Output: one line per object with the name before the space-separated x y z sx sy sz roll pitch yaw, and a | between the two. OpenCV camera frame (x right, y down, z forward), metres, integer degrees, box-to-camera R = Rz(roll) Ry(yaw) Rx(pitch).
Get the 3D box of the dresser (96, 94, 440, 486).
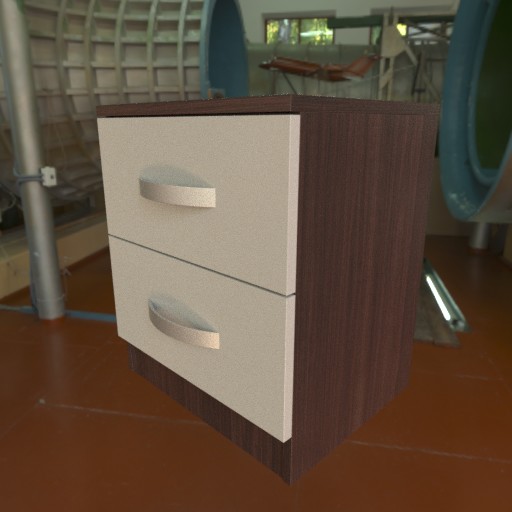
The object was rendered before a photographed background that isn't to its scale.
dresser | 0.000 0.000 0.727 0.400 0.470 0.360 16 23 43
